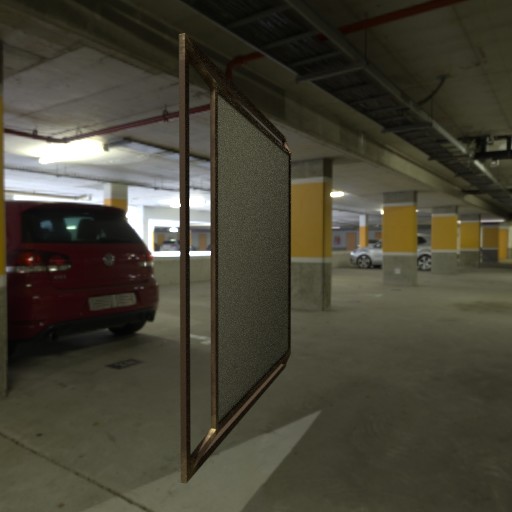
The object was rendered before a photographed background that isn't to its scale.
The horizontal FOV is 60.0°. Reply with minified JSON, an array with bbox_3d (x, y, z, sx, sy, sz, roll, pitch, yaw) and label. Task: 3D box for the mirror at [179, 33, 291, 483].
[{"bbox_3d":[0.000,0.000,0.890,0.032,0.610,0.610,0,1,17],"label":"mirror"}]
